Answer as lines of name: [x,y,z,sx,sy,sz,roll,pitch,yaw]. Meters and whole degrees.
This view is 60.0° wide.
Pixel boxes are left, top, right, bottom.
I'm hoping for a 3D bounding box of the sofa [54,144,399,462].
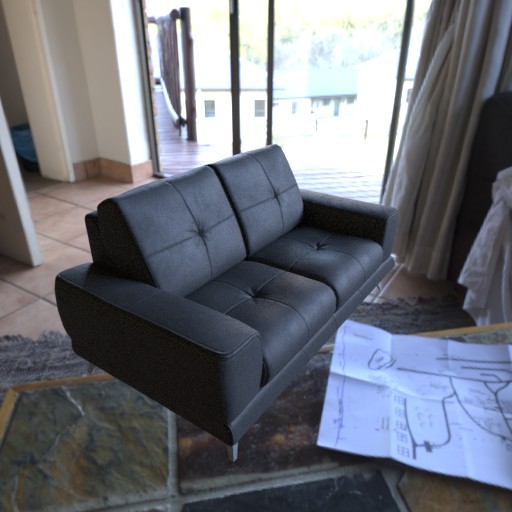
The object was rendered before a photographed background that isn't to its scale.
sofa: [0.000,0.000,2.398,1.018,0.907,1.806,17,31,31]
